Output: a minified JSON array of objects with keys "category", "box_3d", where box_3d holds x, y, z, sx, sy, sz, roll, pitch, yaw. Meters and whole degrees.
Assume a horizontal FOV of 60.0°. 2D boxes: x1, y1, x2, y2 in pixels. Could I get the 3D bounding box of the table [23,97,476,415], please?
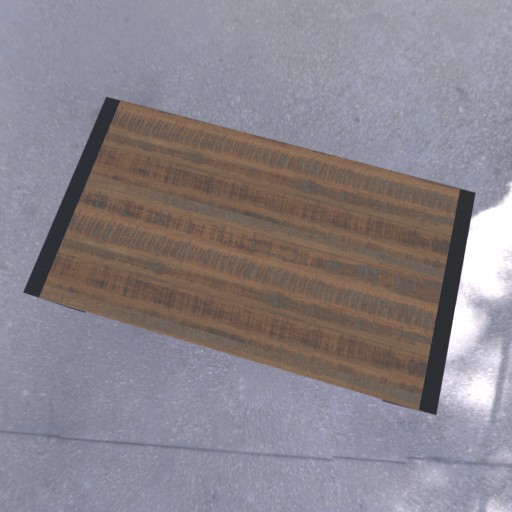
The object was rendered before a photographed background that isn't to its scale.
[{"category":"table","box_3d":[0.000,0.000,1.666,1.350,0.400,0.750,16,76,4]}]
